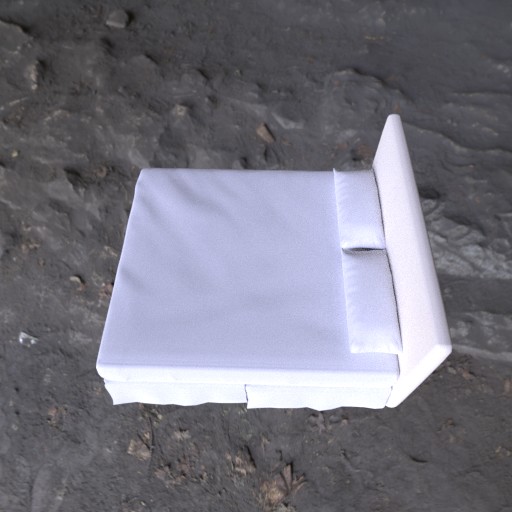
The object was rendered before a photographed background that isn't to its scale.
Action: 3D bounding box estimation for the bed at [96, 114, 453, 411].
[{"bbox_3d":[0.000,0.000,3.617,2.341,1.317,2.119,1,57,1],"label":"bed"}]
